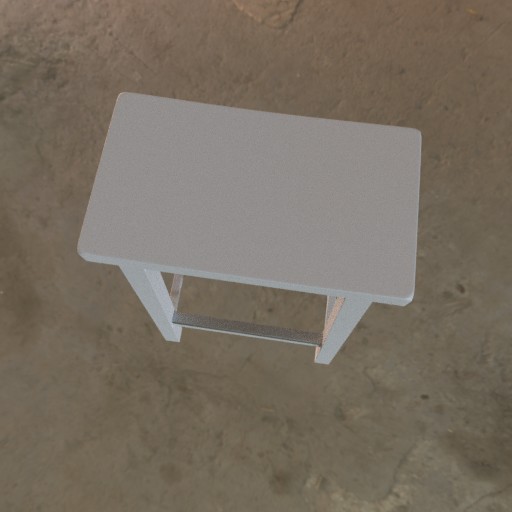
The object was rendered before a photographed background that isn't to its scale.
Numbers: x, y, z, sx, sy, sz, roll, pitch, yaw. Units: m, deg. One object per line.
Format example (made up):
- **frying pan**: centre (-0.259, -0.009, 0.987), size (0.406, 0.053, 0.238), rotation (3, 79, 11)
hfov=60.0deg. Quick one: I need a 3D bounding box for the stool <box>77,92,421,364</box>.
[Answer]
- **stool**: centre (0.000, 0.000, 0.847), size (0.406, 0.610, 0.322), rotation (8, 74, 2)
